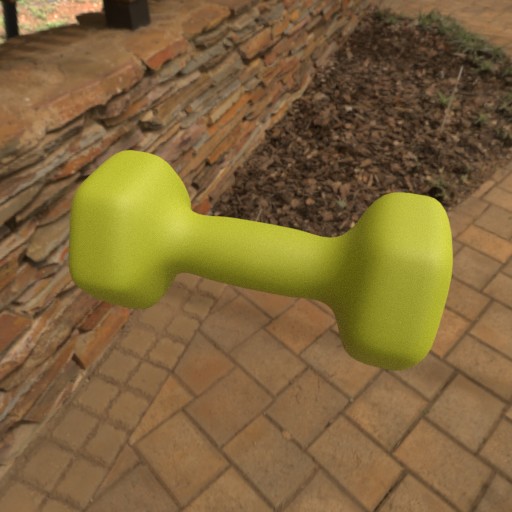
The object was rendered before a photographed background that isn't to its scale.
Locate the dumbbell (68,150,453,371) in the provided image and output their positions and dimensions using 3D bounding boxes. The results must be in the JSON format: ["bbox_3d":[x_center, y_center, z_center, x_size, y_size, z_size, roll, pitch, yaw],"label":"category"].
[{"bbox_3d":[0.000,0.000,0.206,0.164,0.072,0.080,12,43,13],"label":"dumbbell"}]
